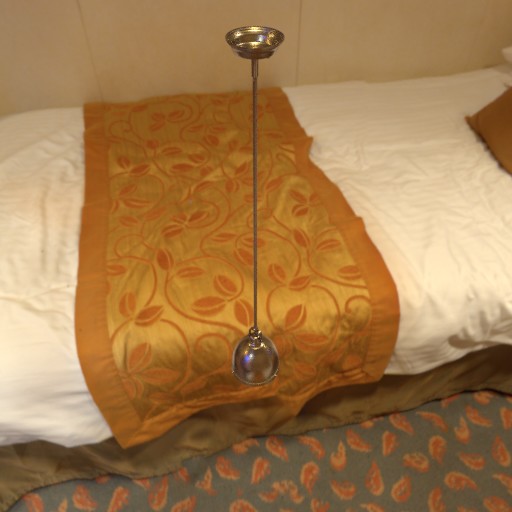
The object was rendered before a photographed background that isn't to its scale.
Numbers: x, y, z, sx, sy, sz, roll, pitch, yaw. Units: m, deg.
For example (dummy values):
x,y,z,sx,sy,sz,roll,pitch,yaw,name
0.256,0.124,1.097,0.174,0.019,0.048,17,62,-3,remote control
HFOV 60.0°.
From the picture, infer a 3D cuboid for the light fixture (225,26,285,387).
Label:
x,y,z,sx,sy,sz,roll,pitch,yaw,name
0.000,0.000,1.456,0.217,1.367,0.211,24,50,22,light fixture
